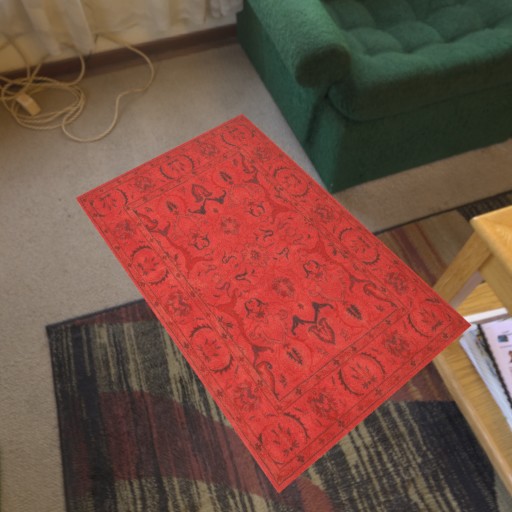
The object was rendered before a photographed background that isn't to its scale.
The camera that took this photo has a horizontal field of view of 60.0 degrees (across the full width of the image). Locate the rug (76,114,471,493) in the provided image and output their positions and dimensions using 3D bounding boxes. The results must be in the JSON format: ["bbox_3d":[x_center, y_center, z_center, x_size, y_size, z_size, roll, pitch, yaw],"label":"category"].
[{"bbox_3d":[0.000,0.000,3.021,1.534,0.010,2.423,-33,64,-19],"label":"rug"}]
